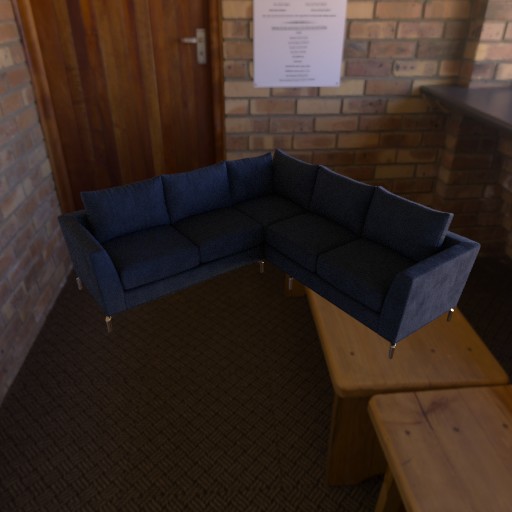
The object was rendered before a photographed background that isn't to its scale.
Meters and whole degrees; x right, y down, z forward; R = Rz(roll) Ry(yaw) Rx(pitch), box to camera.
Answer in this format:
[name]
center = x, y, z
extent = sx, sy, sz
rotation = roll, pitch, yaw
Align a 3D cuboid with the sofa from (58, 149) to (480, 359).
[sofa]
center = 0.000, 0.000, 3.733
extent = 2.472, 0.988, 2.463
rotation = -20, 35, -31
